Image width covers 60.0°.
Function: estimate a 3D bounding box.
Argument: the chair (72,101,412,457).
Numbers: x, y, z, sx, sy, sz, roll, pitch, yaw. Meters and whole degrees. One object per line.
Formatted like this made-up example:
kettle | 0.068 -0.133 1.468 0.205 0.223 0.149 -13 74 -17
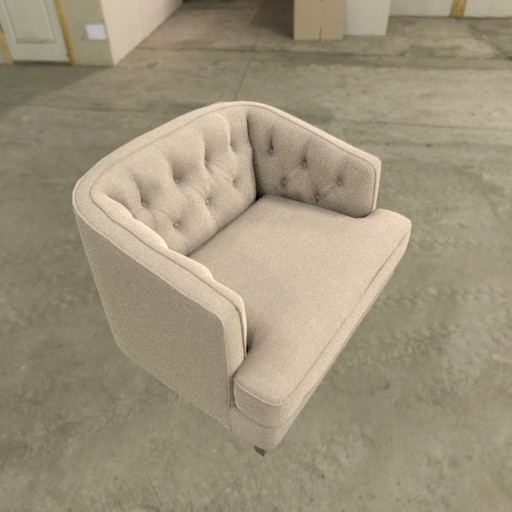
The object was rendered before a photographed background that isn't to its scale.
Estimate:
chair | 0.000 0.000 1.772 0.941 0.852 1.104 24 46 26
